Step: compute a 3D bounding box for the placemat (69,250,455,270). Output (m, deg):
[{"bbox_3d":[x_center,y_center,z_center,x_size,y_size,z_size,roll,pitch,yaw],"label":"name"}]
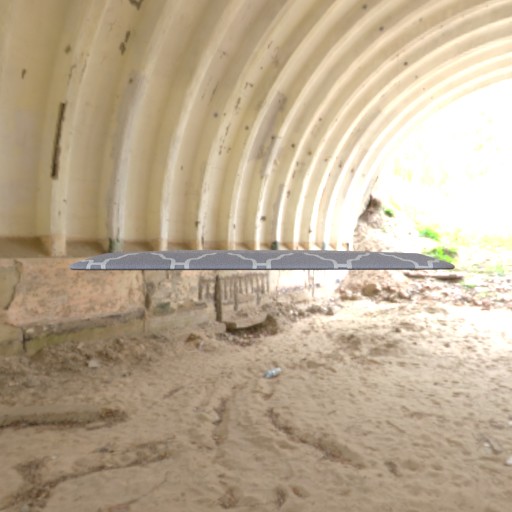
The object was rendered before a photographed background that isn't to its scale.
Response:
[{"bbox_3d":[0.000,0.000,0.932,0.508,0.021,0.762,0,1,-2],"label":"placemat"}]
